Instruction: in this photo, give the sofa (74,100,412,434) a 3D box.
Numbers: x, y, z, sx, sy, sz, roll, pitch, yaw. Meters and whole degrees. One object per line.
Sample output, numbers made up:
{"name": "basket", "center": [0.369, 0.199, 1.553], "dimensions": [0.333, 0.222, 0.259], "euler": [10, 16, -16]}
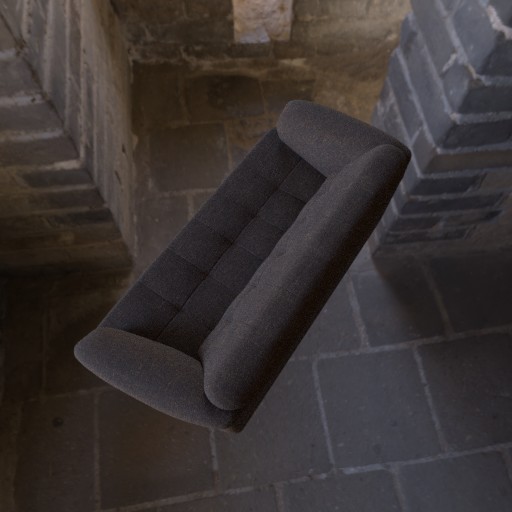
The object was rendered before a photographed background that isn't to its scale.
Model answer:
{"name": "sofa", "center": [0.000, 0.000, 2.335], "dimensions": [0.887, 0.790, 1.849], "euler": [32, 68, 14]}
